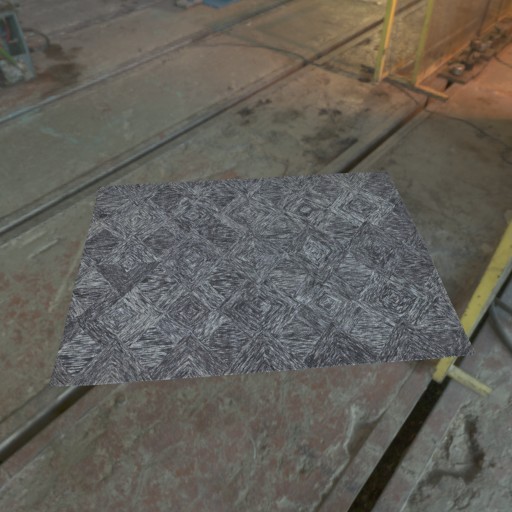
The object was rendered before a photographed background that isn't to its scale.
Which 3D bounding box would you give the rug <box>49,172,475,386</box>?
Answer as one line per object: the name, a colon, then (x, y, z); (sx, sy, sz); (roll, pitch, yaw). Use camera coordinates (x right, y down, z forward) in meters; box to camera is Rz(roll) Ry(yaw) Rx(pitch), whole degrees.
rug: (0.000, 0.000, 5.216); (4.093, 0.020, 2.997); (-4, 47, -3)
